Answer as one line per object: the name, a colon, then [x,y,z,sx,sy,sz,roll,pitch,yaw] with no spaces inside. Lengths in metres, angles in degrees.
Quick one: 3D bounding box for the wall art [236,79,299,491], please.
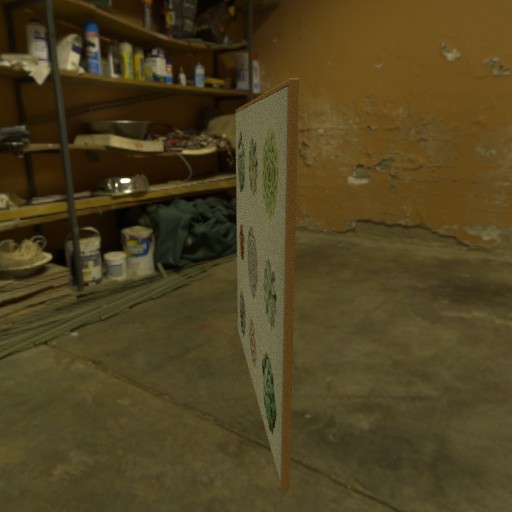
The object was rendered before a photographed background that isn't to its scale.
wall art: [0.000,0.000,0.983,0.014,0.655,0.657,-2,15,-9]
